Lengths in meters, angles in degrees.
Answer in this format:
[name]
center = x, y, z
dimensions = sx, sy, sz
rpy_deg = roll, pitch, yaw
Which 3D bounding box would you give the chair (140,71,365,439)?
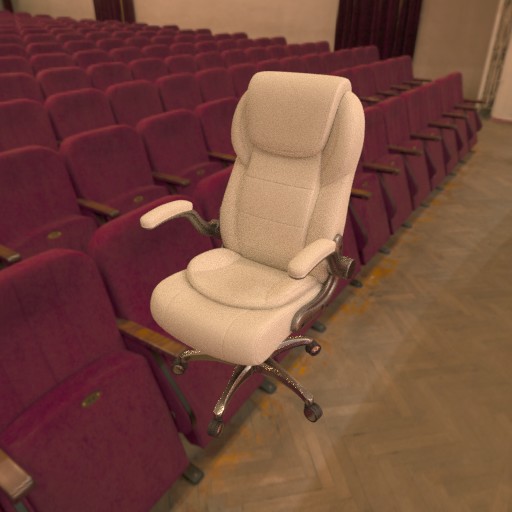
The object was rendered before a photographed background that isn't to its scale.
[chair]
center = 0.000, 0.000, 1.814
dimensions = 0.755, 1.330, 0.806
rpy_deg = 18, 33, 29
